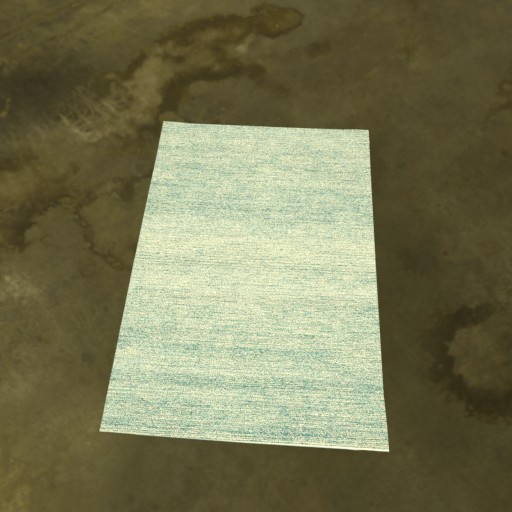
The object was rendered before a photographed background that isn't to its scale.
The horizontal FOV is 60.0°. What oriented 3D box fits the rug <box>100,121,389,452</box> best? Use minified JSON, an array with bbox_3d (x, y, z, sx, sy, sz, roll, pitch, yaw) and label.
[{"bbox_3d":[0.000,0.000,2.961,1.613,0.030,2.306,3,63,2],"label":"rug"}]
